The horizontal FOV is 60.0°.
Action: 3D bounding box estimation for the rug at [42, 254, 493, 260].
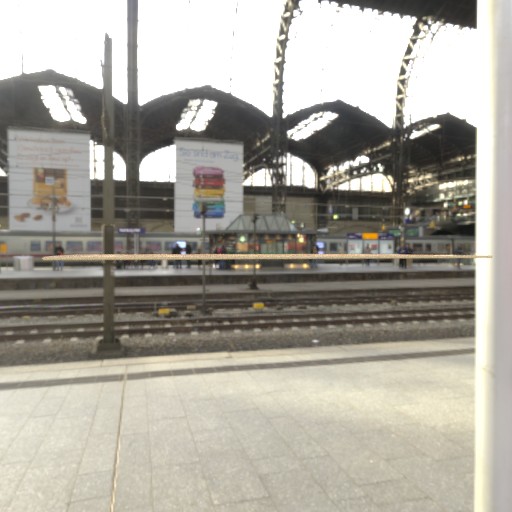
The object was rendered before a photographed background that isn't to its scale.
[{"bbox_3d":[0.000,0.000,2.840,2.290,0.014,1.526,0,1,-17],"label":"rug"}]
